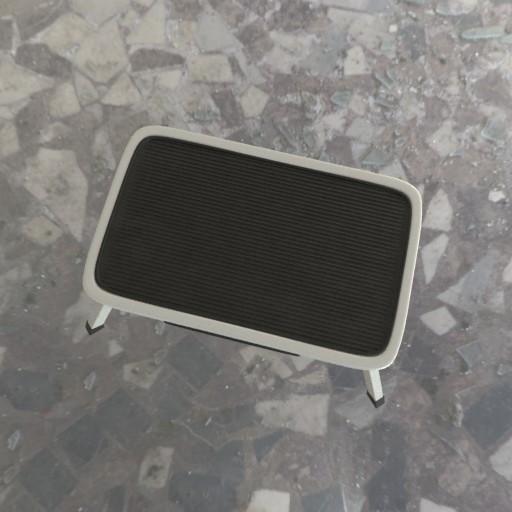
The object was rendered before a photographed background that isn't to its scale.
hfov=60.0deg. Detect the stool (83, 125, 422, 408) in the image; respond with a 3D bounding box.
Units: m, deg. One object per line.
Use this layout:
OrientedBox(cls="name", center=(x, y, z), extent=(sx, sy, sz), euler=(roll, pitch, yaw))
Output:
OrientedBox(cls="stool", center=(0.000, 0.000, 0.615), extent=(0.460, 0.170, 0.320), euler=(13, 76, 3))
